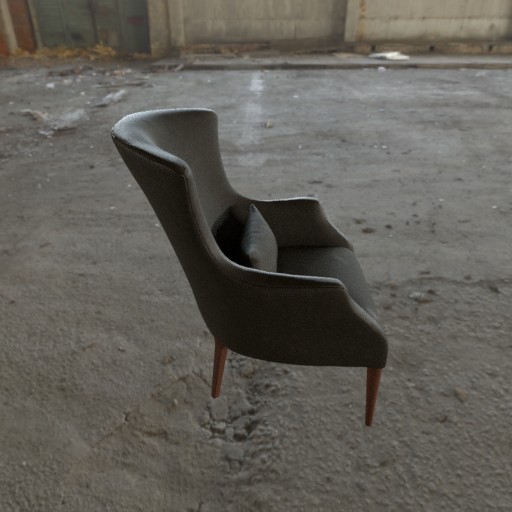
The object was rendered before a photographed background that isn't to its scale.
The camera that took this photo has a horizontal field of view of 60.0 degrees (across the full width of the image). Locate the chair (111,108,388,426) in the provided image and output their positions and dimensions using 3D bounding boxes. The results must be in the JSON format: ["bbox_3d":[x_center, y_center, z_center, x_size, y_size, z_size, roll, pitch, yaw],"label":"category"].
[{"bbox_3d":[0.000,0.000,1.781,0.954,1.068,0.819,1,29,1],"label":"chair"}]
